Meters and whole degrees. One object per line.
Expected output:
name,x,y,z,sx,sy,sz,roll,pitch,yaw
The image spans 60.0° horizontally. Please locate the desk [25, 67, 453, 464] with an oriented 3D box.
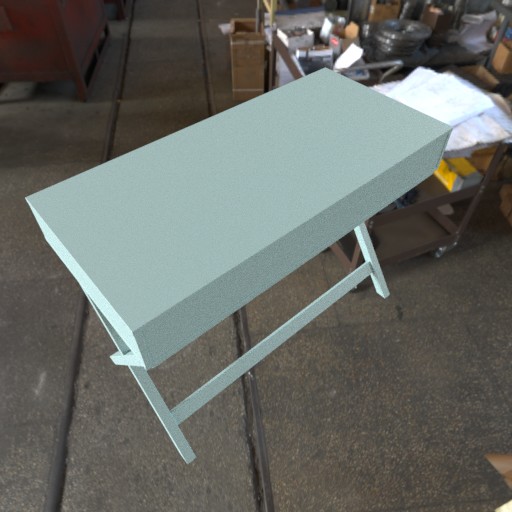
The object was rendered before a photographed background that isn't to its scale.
desk,0.000,0.000,1.469,1.057,0.780,0.525,-33,56,-26
